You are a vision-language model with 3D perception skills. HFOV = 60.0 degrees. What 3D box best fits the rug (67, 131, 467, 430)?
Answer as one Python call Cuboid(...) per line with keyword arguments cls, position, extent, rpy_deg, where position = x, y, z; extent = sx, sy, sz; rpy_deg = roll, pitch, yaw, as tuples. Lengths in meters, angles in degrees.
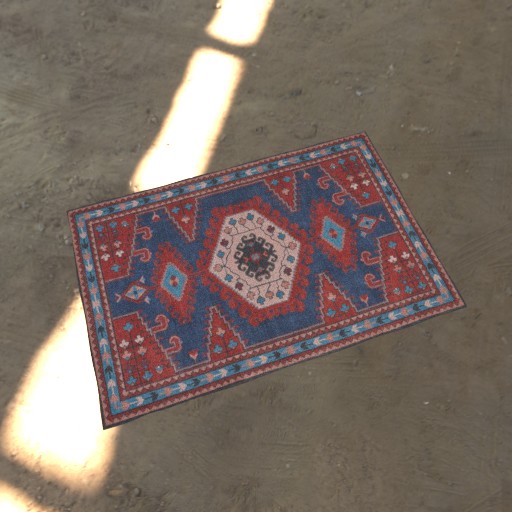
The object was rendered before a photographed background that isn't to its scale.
Cuboid(cls="rug", position=(0.000, 0.000, 2.329), extent=(1.820, 0.012, 1.207), rpy_deg=(-17, 64, -8))
